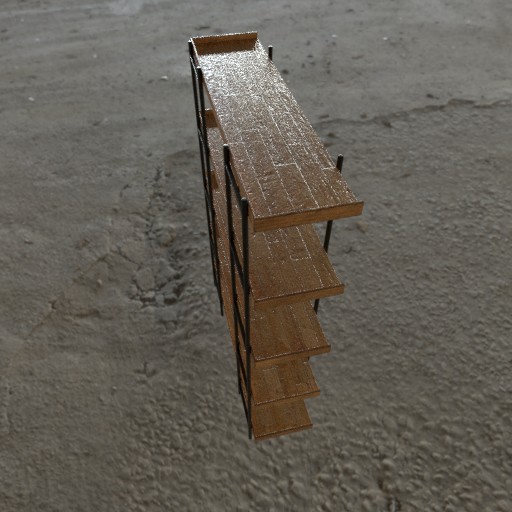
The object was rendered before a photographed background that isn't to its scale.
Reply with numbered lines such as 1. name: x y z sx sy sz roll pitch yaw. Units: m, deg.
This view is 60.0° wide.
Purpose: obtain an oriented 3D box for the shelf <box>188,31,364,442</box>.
1. shelf: 0.000 0.000 2.407 0.379 1.826 1.371 -10 48 -9
